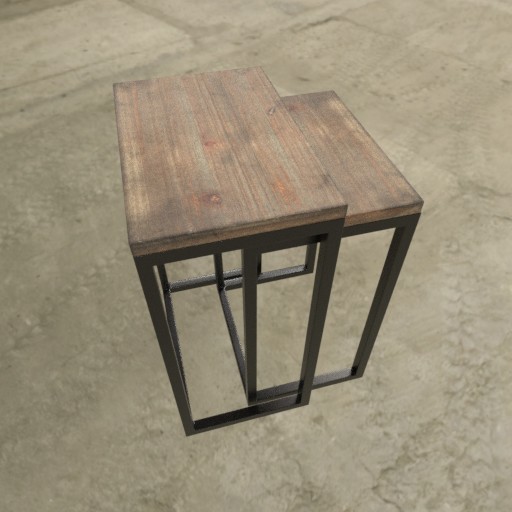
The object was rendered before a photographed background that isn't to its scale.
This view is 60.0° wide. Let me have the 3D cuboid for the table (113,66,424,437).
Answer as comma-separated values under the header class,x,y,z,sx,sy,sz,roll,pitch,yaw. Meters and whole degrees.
class,x,y,z,sx,sy,sz,roll,pitch,yaw
table,0.000,0.000,0.953,0.460,0.615,0.456,-9,48,-9
